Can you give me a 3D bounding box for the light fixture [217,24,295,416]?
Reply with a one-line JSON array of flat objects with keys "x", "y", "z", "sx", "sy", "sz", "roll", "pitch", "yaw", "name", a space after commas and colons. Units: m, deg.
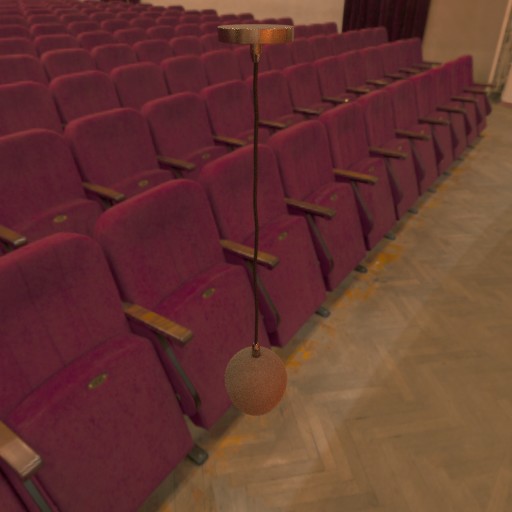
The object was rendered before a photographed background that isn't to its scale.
[{"x": 0.000, "y": 0.000, "z": 0.829, "sx": 0.139, "sy": 0.764, "sz": 0.139, "roll": 19, "pitch": 36, "yaw": 29, "name": "light fixture"}]
